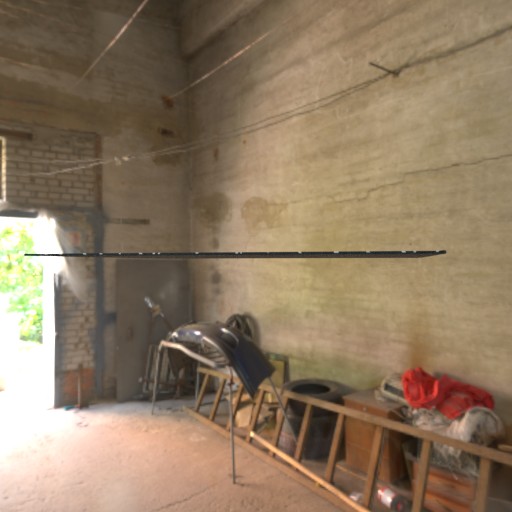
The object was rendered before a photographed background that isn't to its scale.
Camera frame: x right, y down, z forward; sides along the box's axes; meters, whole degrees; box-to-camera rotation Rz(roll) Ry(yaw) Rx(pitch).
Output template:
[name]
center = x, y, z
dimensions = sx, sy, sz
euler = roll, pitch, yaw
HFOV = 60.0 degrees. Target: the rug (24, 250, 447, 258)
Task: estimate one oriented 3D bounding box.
[rug]
center = 0.000, 0.000, 4.153
dimensions = 3.047, 0.022, 2.439
euler = 0, -1, 17
